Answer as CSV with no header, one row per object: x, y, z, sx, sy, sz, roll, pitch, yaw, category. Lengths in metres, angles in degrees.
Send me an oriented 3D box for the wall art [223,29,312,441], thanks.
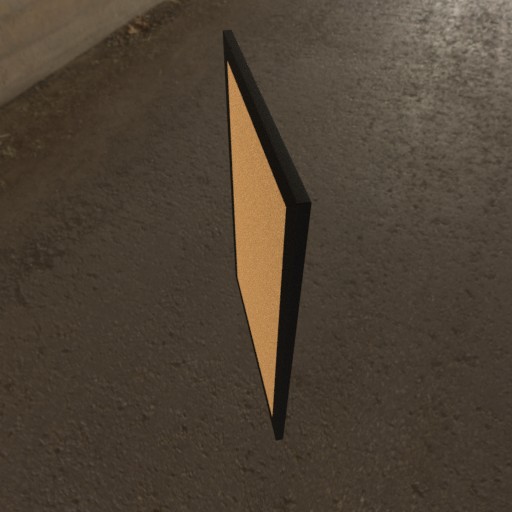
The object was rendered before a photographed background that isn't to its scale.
0.000,0.000,0.595,0.011,0.459,0.326,-9,48,-8,wall art
